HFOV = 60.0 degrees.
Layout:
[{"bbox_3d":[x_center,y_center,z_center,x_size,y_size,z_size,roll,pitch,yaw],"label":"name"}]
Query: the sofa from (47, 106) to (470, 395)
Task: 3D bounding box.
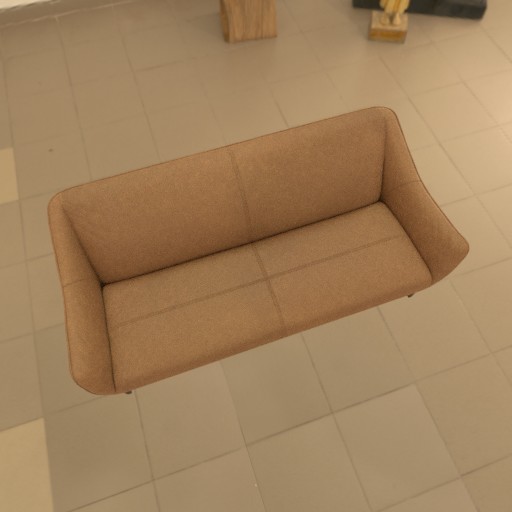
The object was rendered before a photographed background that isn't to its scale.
[{"bbox_3d":[0.000,0.000,2.344,1.928,0.830,0.869,-17,64,-9],"label":"sofa"}]
